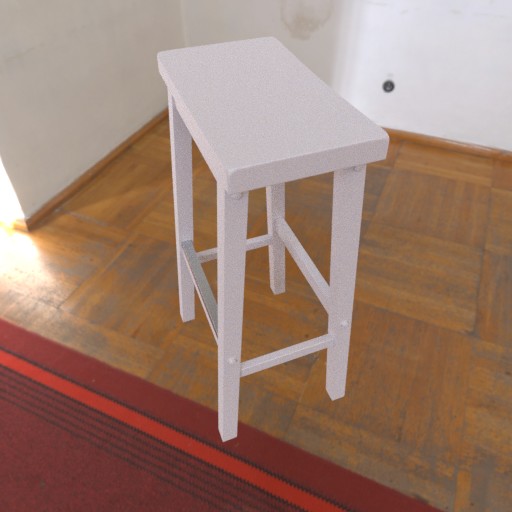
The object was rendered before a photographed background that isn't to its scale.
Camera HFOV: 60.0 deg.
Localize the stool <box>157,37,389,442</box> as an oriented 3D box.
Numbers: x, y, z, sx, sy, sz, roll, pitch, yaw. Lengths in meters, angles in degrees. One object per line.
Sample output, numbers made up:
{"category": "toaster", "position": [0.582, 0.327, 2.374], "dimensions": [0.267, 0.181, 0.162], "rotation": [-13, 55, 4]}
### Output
{"category": "stool", "position": [0.000, 0.000, 0.954], "dimensions": [0.322, 0.742, 0.406], "rotation": [-15, 47, -15]}
